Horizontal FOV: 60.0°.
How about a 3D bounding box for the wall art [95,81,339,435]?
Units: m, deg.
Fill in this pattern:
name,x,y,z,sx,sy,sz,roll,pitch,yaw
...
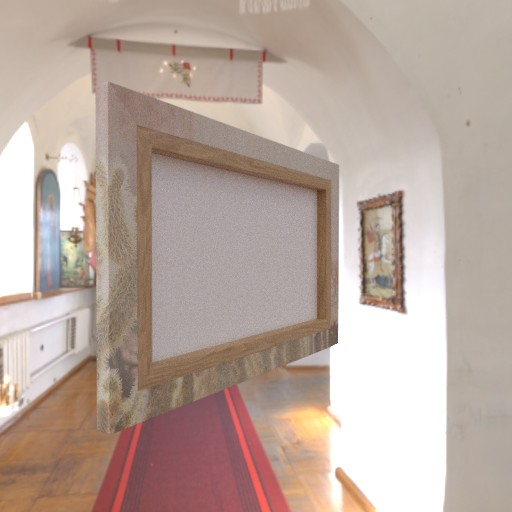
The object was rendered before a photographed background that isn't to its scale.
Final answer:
name,x,y,z,sx,sy,sz,roll,pitch,yaw
wall art,0.000,0.000,1.143,0.040,0.608,0.916,1,1,36
